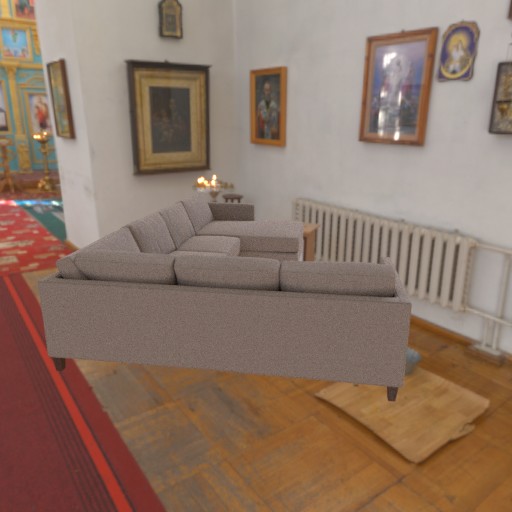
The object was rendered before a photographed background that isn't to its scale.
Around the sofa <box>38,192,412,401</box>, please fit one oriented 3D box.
[{"bbox_3d":[0.000,0.000,4.463,2.424,0.865,3.438,3,16,9],"label":"sofa"}]
